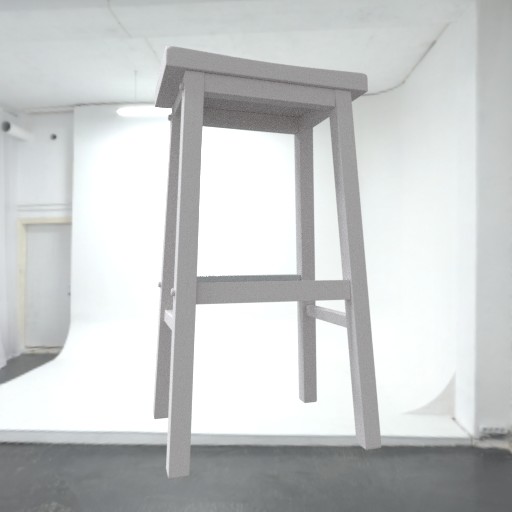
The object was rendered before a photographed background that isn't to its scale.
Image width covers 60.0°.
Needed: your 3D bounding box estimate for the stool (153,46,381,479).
[{"bbox_3d":[0.000,0.000,0.947,0.406,0.742,0.322,0,0,-18],"label":"stool"}]
